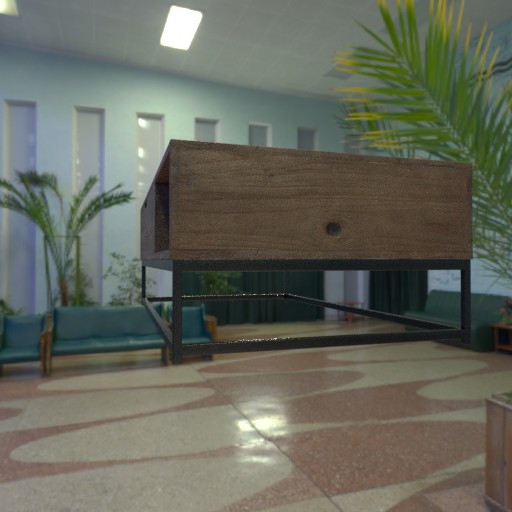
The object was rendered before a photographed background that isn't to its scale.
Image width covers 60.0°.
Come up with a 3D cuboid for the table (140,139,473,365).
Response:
[{"bbox_3d":[0.000,0.000,1.393,0.655,0.395,1.101,0,-1,-17],"label":"table"}]
